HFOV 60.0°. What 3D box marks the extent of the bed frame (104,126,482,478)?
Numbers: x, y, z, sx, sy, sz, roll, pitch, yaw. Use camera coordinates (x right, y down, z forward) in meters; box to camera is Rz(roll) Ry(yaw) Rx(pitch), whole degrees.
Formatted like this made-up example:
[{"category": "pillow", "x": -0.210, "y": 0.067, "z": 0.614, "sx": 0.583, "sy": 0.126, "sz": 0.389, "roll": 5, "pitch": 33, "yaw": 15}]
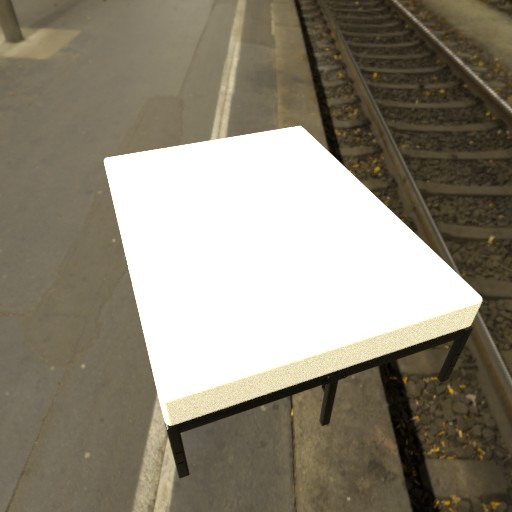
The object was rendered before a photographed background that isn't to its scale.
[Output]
[{"category": "bed frame", "x": 0.000, "y": 0.000, "z": 2.812, "sx": 1.557, "sy": 0.659, "sz": 2.072, "roll": -14, "pitch": 42, "yaw": -15}]
